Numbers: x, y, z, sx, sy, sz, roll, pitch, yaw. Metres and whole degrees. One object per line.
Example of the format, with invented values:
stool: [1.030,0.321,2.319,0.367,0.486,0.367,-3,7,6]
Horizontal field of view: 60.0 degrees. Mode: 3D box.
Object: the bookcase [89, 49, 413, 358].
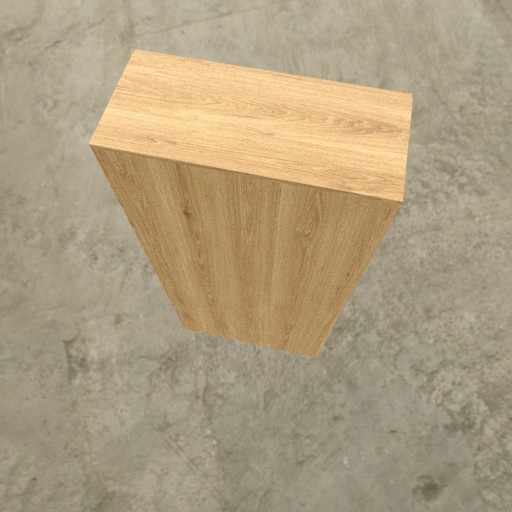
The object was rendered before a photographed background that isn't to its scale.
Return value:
bookcase: [0.000,0.000,2.304,0.950,2.020,0.420,11,65,5]
